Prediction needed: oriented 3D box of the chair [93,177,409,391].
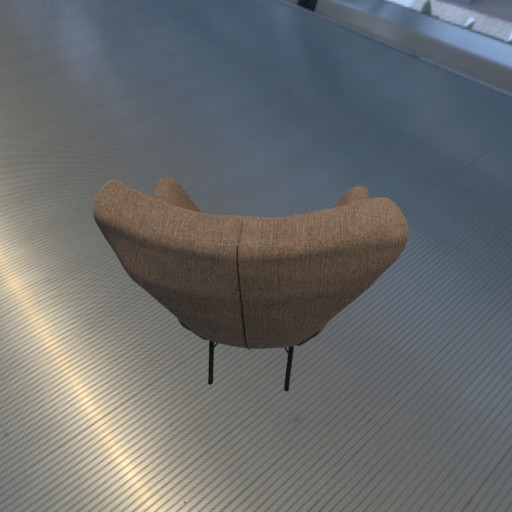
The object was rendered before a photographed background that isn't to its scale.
[{"bbox_3d":[0.000,0.000,1.789,0.980,1.040,0.900,3,47,3],"label":"chair"}]
